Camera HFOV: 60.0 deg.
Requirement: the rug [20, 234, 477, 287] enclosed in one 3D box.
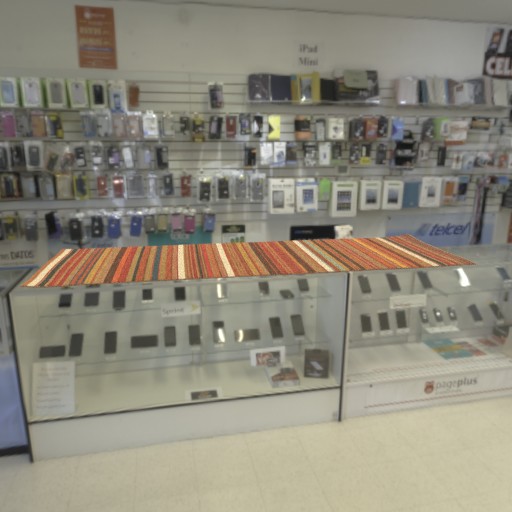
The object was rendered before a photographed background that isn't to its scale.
[{"bbox_3d":[0.000,0.000,2.713,2.444,0.030,0.799,-2,15,-9],"label":"rug"}]
